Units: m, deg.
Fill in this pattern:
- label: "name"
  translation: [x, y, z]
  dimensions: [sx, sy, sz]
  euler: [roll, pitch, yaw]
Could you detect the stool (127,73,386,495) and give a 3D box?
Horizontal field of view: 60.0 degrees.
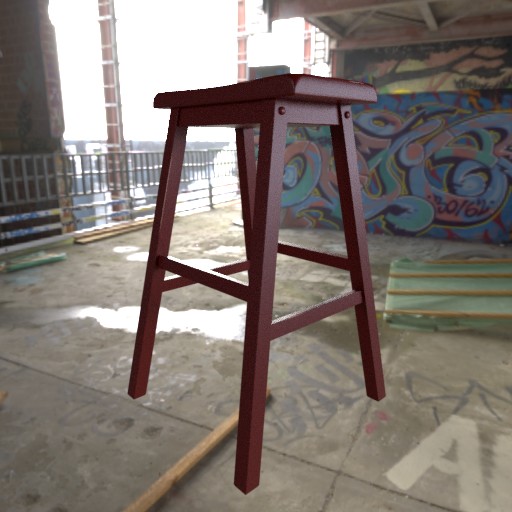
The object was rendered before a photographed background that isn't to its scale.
- label: "stool"
  translation: [0.000, 0.000, 1.038]
  dimensions: [0.476, 0.737, 0.457]
  euler: [-13, 20, -41]
